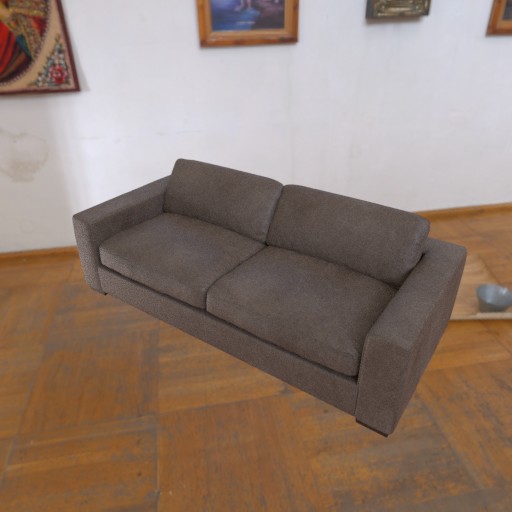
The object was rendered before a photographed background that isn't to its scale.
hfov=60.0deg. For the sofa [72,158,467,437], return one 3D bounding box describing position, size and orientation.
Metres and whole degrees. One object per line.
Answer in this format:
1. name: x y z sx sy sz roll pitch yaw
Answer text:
1. sofa: 0.000 0.000 2.807 2.262 0.801 1.070 19 36 29
